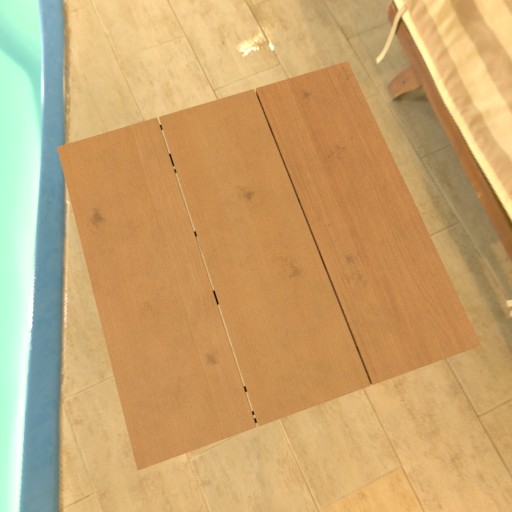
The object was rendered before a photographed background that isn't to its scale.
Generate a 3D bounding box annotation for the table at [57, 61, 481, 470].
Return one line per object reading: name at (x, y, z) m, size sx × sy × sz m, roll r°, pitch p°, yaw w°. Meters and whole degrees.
table at (0.000, 0.000, 1.657) m, size 1.100 × 0.400 × 1.100 m, roll -18°, pitch 75°, yaw -5°
